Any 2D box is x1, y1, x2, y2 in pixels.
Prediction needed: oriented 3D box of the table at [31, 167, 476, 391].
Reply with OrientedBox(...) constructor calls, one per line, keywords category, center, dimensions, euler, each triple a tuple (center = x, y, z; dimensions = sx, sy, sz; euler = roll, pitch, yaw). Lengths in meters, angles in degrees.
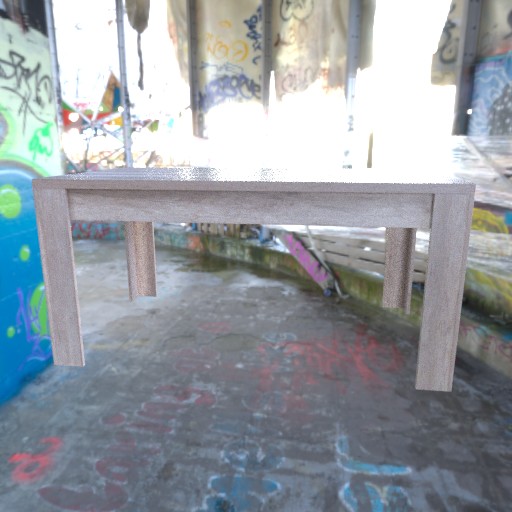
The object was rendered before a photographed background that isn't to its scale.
OrientedBox(category="table", center=(0.000, 0.000, 2.106), dimensions=(1.600, 0.775, 0.900), euler=(2, 14, 7))
